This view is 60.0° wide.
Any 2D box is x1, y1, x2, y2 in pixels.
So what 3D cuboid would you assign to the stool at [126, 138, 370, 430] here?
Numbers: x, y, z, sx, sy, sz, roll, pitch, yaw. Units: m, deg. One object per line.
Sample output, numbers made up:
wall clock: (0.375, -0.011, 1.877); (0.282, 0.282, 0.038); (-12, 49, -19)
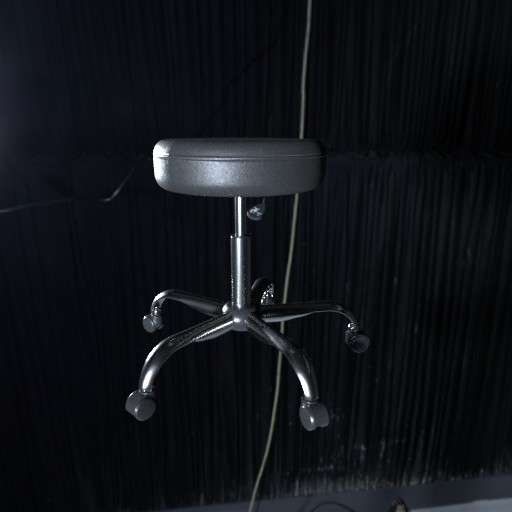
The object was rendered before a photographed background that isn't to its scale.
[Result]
stool: (0.000, 0.000, 1.129); (0.638, 0.576, 0.673); (-2, 16, -8)
